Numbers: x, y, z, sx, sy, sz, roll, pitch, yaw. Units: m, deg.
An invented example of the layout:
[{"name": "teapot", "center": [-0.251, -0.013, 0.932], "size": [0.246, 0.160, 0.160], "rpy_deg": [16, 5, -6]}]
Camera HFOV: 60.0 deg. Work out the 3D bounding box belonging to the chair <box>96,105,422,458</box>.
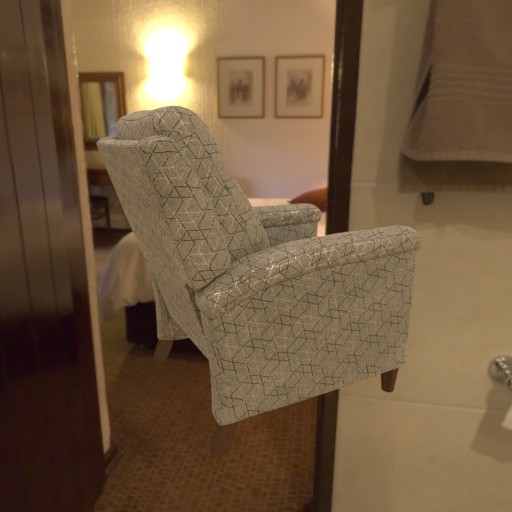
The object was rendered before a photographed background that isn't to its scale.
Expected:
[{"name": "chair", "center": [0.000, 0.000, 1.681], "size": [0.987, 1.048, 0.753], "rpy_deg": [-8, 17, -27]}]
